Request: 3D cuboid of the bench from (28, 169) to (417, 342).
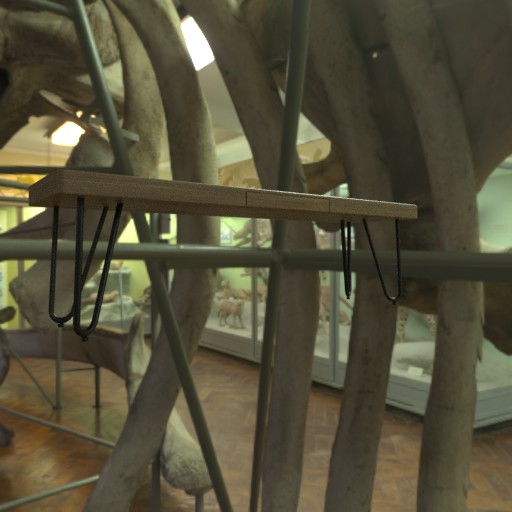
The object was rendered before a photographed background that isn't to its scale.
[{"bbox_3d":[0.000,0.000,1.764,1.570,0.462,0.425,-1,1,-36],"label":"bench"}]
